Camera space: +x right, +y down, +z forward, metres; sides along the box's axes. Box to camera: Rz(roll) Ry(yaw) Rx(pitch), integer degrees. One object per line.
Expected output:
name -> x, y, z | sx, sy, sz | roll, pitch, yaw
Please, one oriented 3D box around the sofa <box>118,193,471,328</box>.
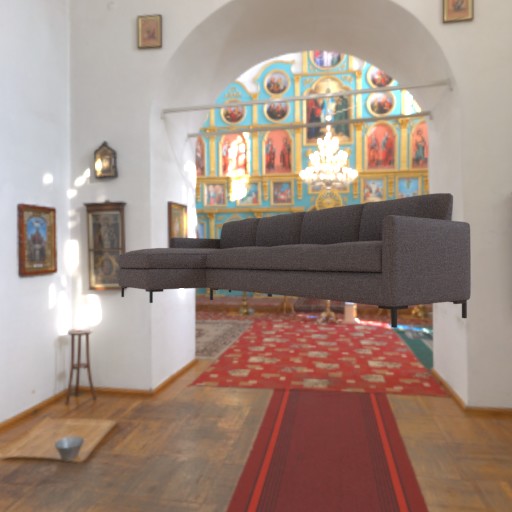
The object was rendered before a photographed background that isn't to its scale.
sofa -> 0.000, 0.000, 3.371 | 1.258, 0.754, 2.731 | 0, -1, -35
